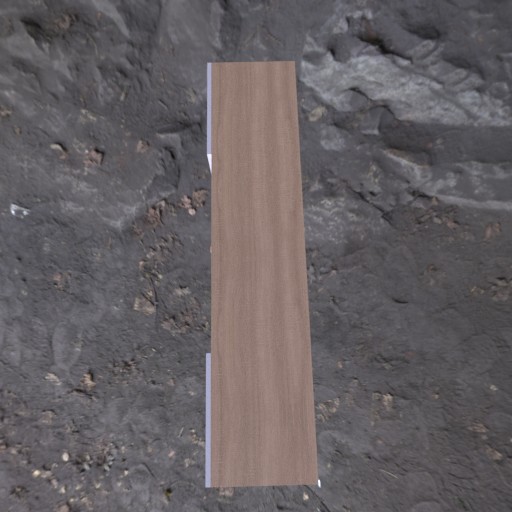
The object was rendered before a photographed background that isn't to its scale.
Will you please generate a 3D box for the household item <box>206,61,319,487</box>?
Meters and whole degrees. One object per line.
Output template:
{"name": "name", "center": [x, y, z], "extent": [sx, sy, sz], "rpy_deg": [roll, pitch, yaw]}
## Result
{"name": "household item", "center": [0.000, 0.000, 2.035], "extent": [0.420, 0.310, 1.850], "rpy_deg": [-1, 75, 0]}
